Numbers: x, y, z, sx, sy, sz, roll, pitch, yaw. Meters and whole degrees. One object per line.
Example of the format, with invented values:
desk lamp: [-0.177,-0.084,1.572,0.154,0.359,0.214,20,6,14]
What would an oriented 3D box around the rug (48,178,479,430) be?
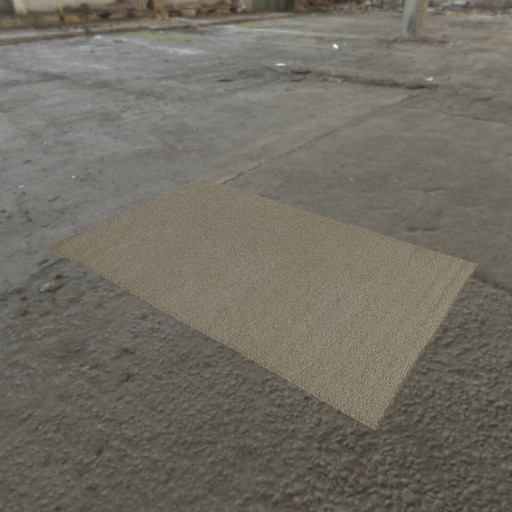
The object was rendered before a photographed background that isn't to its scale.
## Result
rug: [0.000,0.000,2.864,2.346,0.025,1.500,22,38,31]
